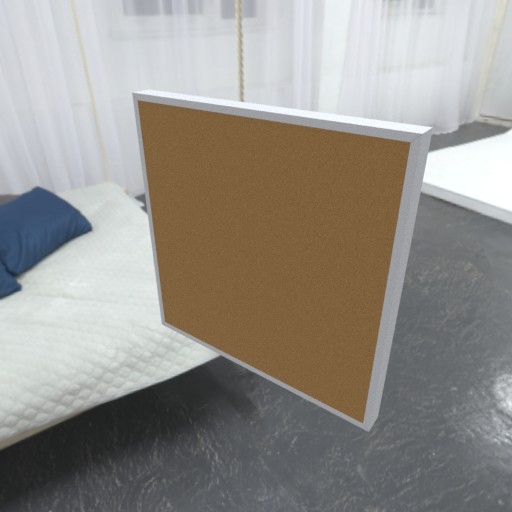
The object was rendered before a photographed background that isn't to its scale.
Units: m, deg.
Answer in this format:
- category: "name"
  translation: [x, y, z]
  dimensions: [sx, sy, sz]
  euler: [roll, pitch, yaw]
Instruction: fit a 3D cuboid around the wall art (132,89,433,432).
- category: "wall art"
  translation: [0.000, 0.000, 0.785]
  dimensions: [0.509, 0.509, 0.040]
  euler: [19, 34, 31]
